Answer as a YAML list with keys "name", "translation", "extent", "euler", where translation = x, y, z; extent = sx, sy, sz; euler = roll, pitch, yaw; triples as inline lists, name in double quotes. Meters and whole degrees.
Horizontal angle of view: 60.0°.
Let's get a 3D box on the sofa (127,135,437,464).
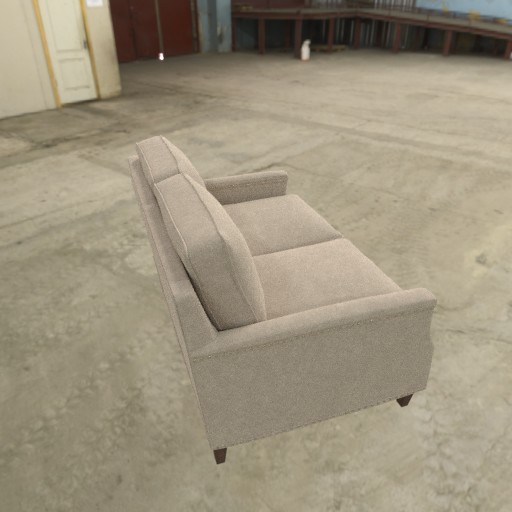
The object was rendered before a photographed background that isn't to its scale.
- name: "sofa"
  translation: [0.000, 0.000, 2.280]
  extent: [1.084, 1.002, 1.597]
  euler: [-10, 32, -17]
